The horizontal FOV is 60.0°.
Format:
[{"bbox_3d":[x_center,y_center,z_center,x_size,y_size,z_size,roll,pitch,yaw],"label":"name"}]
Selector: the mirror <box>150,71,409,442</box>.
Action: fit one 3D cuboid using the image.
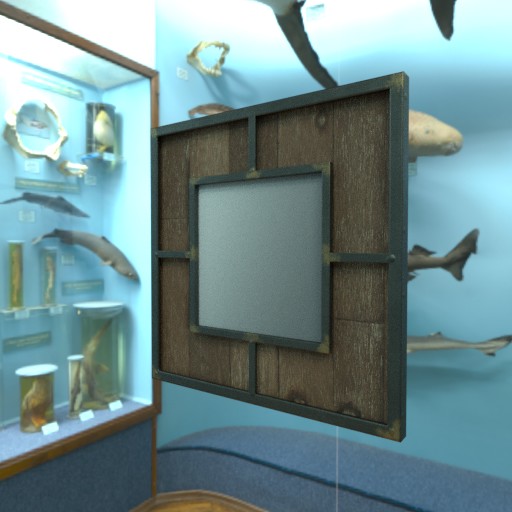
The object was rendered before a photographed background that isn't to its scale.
[{"bbox_3d":[0.000,0.000,0.572,0.382,0.381,0.020,1,2,36],"label":"mirror"}]
